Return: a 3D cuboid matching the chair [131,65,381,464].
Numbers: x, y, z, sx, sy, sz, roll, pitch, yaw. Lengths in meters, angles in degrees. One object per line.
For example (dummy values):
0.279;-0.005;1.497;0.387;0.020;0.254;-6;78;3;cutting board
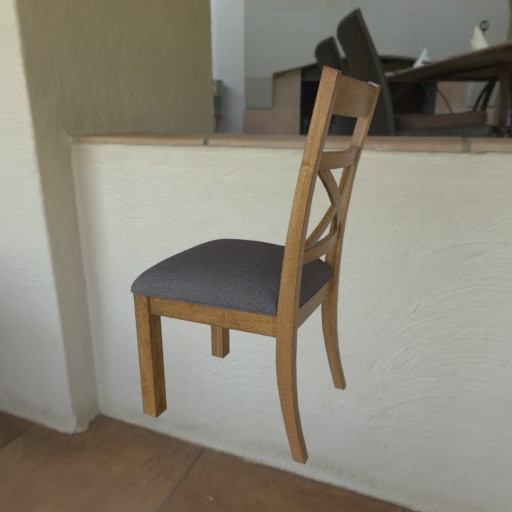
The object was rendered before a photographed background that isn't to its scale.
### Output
0.000;0.000;1.278;0.581;0.949;0.470;8;19;25;chair
